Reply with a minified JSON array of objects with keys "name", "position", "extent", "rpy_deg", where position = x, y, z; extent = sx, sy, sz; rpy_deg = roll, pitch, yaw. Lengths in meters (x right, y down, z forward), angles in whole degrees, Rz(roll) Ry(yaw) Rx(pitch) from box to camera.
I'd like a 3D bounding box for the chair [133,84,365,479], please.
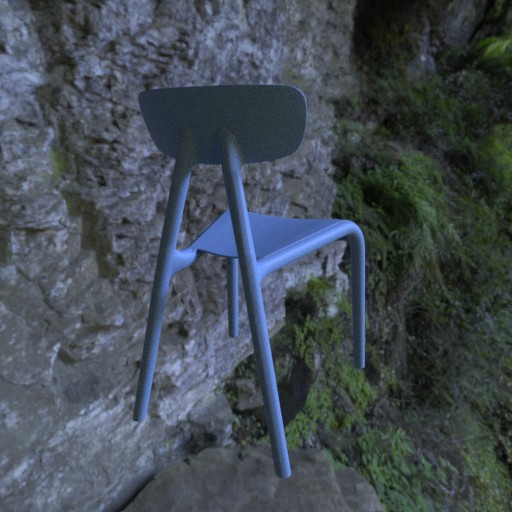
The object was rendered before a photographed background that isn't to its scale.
[{"name":"chair","position":[0.000,0.000,0.843],"extent":[0.356,0.580,0.401],"rpy_deg":[8,18,27]}]
